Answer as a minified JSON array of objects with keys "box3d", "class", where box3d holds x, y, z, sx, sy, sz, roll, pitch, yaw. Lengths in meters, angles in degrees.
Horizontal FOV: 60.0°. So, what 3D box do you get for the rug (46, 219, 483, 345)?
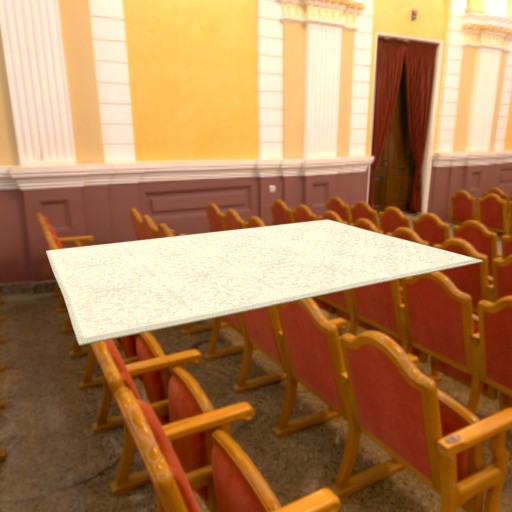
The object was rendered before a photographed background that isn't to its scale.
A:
[{"box3d":[0.000,0.000,2.230,1.840,0.012,1.219,-8,17,-28],"class":"rug"}]
